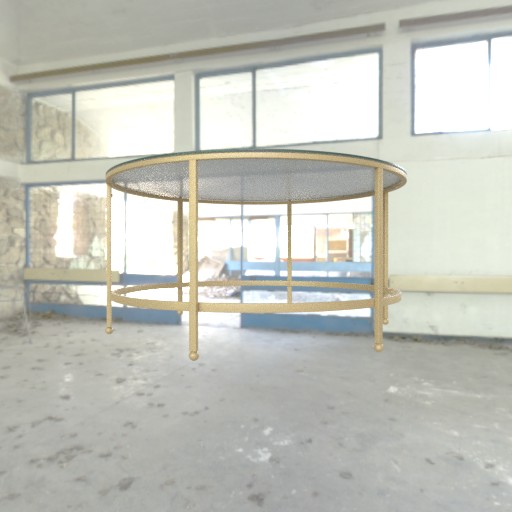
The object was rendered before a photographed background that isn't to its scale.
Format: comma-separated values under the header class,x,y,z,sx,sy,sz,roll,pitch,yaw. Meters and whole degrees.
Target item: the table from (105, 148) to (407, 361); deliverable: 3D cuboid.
class,x,y,z,sx,sy,sz,roll,pitch,yaw
table,0.000,0.000,1.420,0.914,0.470,0.914,0,0,0
